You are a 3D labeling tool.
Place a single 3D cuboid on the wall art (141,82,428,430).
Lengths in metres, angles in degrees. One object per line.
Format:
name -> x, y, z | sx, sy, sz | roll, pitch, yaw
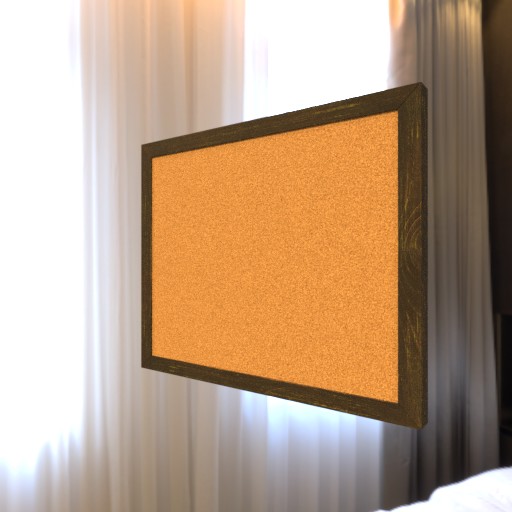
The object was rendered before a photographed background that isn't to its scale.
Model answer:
wall art -> 0.000, 0.000, 0.758 | 0.558, 0.457, 0.032 | 0, 0, 36
